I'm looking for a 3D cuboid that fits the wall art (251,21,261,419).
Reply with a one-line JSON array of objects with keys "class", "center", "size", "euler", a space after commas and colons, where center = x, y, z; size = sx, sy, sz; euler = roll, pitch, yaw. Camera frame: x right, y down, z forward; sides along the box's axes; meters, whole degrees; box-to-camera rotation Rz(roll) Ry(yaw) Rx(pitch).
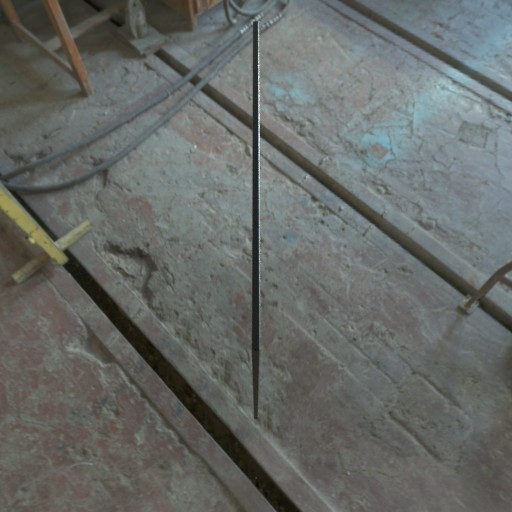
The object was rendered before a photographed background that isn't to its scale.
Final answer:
[{"class": "wall art", "center": [0.000, 0.000, 0.784], "size": [0.009, 0.559, 0.483], "euler": [0, 63, 0]}]
